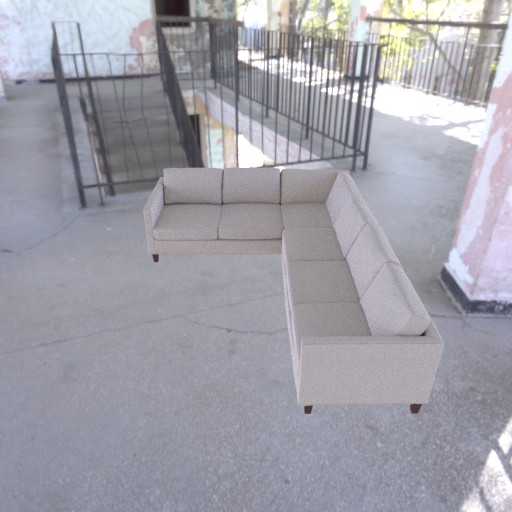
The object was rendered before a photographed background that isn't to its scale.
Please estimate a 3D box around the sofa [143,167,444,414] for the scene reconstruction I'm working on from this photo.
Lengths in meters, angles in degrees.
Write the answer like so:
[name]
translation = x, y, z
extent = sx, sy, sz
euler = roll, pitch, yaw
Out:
[sofa]
translation = 0.000, 0.000, 4.338
extent = 2.432, 0.863, 3.182
euler = 0, 30, 0
